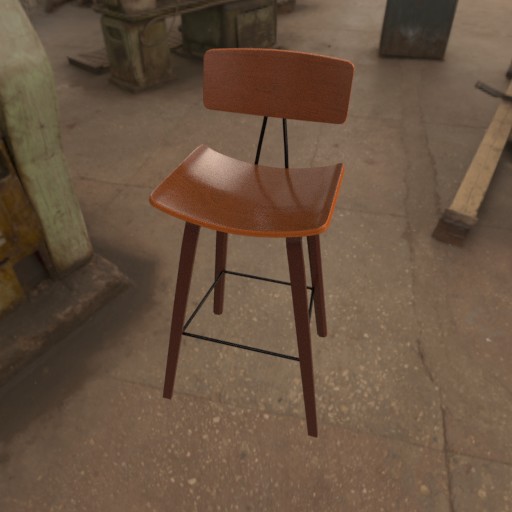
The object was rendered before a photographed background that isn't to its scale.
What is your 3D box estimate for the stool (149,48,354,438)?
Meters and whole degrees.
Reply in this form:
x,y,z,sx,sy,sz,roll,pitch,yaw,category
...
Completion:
x,y,z,sx,sy,sz,roll,pitch,yaw,category
0.000,0.000,1.240,0.509,0.969,0.440,10,42,12,stool
